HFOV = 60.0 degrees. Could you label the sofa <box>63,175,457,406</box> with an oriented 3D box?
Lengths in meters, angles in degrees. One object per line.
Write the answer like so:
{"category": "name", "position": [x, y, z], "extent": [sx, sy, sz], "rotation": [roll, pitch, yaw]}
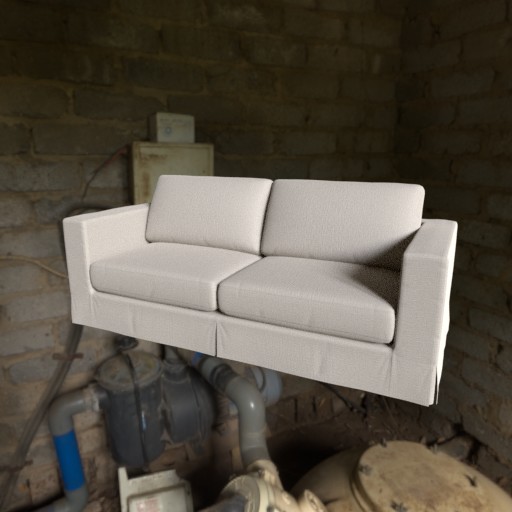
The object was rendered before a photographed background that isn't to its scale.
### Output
{"category": "sofa", "position": [0.000, 0.000, 2.649], "extent": [2.163, 0.881, 0.954], "rotation": [7, 16, 25]}
